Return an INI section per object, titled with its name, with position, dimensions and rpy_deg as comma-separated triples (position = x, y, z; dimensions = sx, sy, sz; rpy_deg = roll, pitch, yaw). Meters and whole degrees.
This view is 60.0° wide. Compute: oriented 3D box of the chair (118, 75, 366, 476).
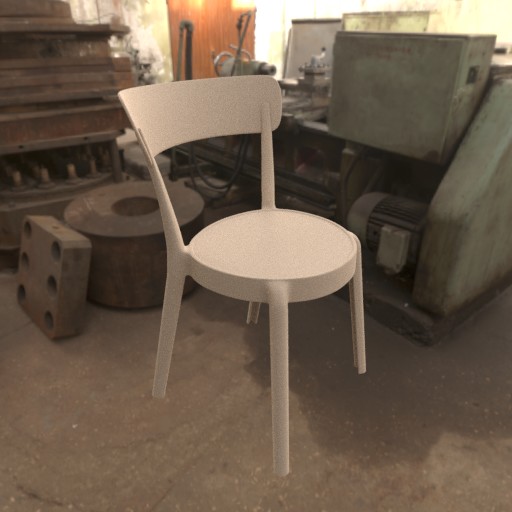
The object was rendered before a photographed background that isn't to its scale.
[chair]
position = 0.000, 0.000, 1.102
dimensions = 0.491, 0.790, 0.506
rpy_deg = 19, 32, 32
